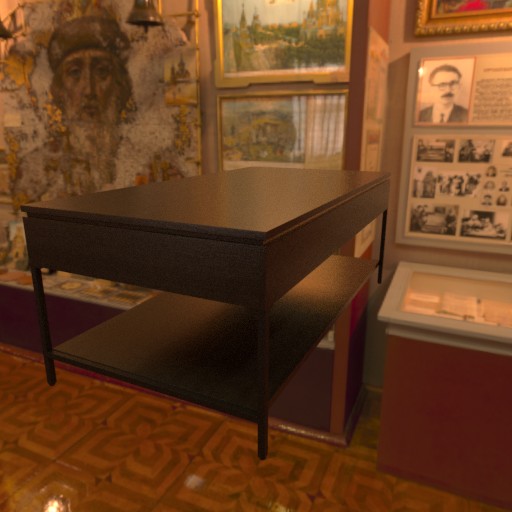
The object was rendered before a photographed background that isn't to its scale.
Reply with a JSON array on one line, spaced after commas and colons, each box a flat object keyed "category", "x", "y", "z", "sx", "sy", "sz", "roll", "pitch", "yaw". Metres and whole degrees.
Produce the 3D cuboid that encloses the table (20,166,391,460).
[{"category": "table", "x": 0.000, "y": 0.000, "z": 1.348, "sx": 0.574, "sy": 0.435, "sz": 1.095, "roll": 8, "pitch": 18, "yaw": 25}]
